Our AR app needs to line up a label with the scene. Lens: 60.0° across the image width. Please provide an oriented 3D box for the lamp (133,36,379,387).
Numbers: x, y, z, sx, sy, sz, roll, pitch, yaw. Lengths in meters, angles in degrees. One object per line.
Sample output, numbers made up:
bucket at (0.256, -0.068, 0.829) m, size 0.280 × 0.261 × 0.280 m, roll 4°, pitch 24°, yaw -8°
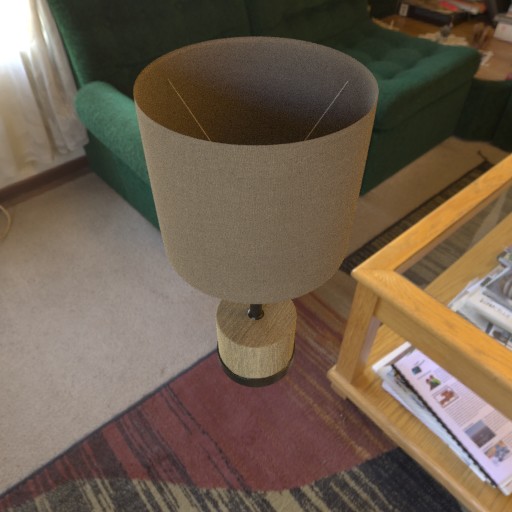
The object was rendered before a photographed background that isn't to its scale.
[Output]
lamp at (0.000, 0.000, 0.584) m, size 0.229 × 0.470 × 0.229 m, roll 24°, pitch 50°, yaw 22°
